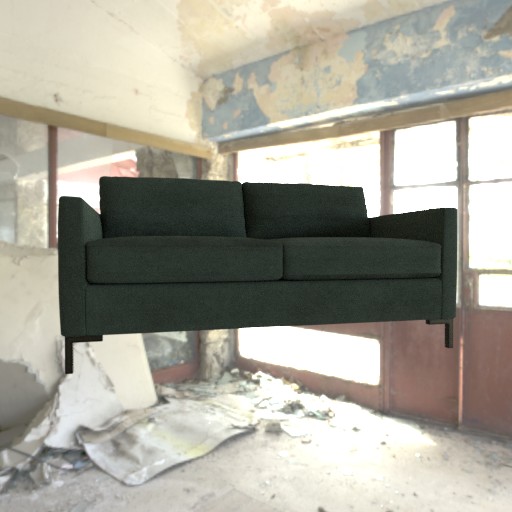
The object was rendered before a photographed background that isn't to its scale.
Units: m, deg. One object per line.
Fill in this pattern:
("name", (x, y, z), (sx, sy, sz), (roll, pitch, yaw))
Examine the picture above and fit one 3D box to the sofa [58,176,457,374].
("sofa", (0.000, 0.000, 2.151), (1.676, 0.817, 0.875), (0, 1, -15))
